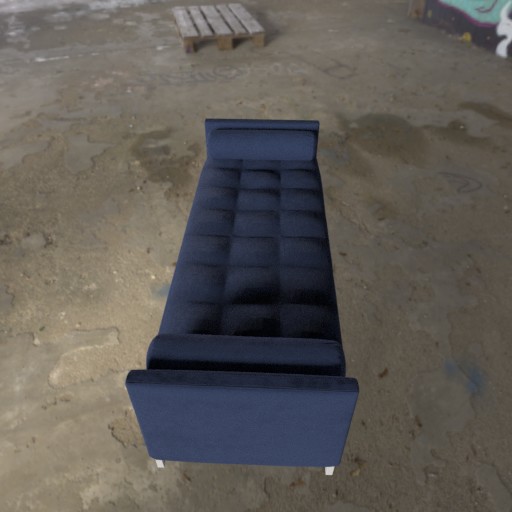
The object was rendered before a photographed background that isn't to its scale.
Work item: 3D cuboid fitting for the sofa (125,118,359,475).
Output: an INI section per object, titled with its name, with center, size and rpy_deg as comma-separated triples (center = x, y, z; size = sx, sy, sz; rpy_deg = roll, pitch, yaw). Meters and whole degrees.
[sofa]
center = 0.000, 0.000, 2.428
size = 0.797, 0.657, 2.102
rpy_deg = 2, 41, 2
